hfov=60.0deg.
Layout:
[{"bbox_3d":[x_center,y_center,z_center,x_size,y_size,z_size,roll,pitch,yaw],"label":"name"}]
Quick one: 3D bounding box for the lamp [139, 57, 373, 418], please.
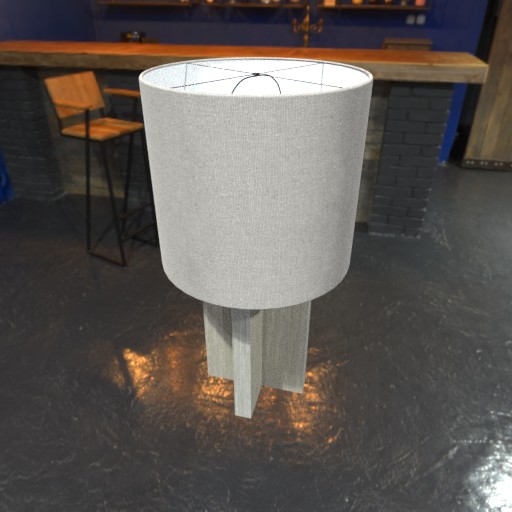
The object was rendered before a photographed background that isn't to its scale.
[{"bbox_3d":[0.000,0.000,0.552,0.229,0.428,0.229,8,32,12],"label":"lamp"}]
